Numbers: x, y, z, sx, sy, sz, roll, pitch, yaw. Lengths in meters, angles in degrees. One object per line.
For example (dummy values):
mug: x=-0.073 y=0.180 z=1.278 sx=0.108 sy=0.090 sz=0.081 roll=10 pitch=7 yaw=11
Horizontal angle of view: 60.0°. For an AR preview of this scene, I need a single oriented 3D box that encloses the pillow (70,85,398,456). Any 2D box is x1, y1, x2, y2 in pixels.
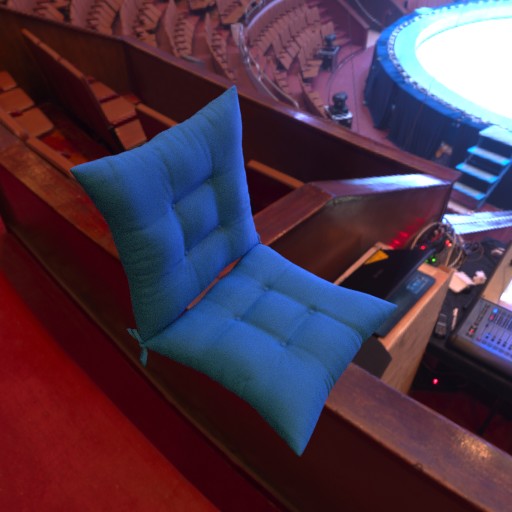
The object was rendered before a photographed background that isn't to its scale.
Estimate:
pillow: x=0.000 y=0.000 z=1.033 sx=0.585 sy=0.536 sz=0.541 roll=25 pitch=47 yaw=26
